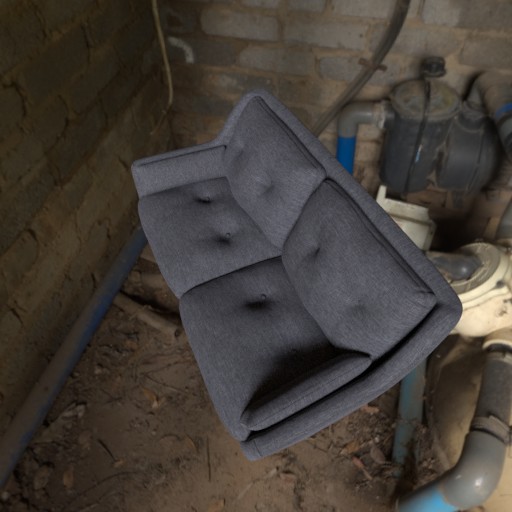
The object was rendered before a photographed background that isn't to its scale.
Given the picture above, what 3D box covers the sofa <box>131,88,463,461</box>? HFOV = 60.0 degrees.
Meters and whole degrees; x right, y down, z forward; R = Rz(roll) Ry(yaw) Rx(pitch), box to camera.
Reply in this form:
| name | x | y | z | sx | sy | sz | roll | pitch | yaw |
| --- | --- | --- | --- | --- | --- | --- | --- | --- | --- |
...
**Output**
| name | x | y | z | sx | sy | sz | roll | pitch | yaw |
| --- | --- | --- | --- | --- | --- | --- | --- | --- | --- |
| sofa | 0.000 | 0.000 | 2.373 | 0.975 | 0.896 | 1.929 | -19 | 52 | -16 |
